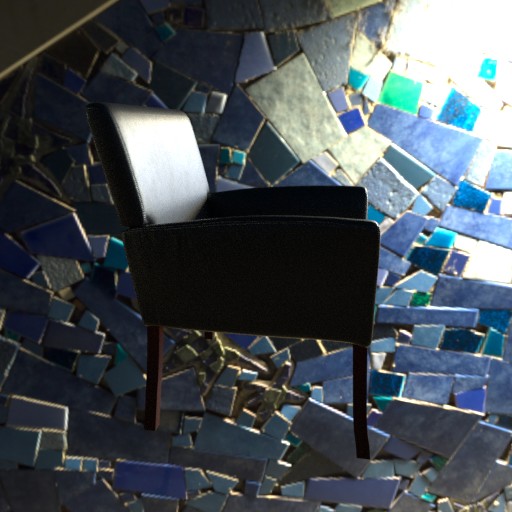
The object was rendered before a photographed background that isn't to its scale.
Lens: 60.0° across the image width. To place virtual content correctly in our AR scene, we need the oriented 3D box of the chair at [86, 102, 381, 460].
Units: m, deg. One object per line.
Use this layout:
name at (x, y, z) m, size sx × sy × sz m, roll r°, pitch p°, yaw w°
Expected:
chair at (0.000, 0.000, 1.475) m, size 0.772 × 0.951 × 0.683 m, roll 3°, pitch 17°, yaw 10°
